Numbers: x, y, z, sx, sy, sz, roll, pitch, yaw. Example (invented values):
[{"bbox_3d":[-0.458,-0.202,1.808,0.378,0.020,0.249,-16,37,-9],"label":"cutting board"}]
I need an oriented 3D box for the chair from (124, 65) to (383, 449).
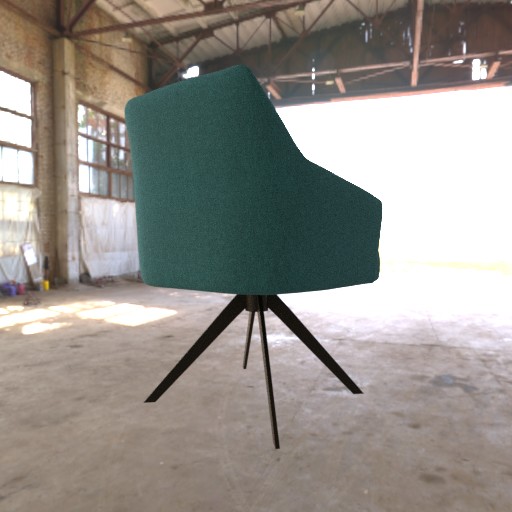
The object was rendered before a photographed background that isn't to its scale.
[{"bbox_3d":[0.000,0.000,1.350,0.642,0.874,0.677,1,2,38],"label":"chair"}]
